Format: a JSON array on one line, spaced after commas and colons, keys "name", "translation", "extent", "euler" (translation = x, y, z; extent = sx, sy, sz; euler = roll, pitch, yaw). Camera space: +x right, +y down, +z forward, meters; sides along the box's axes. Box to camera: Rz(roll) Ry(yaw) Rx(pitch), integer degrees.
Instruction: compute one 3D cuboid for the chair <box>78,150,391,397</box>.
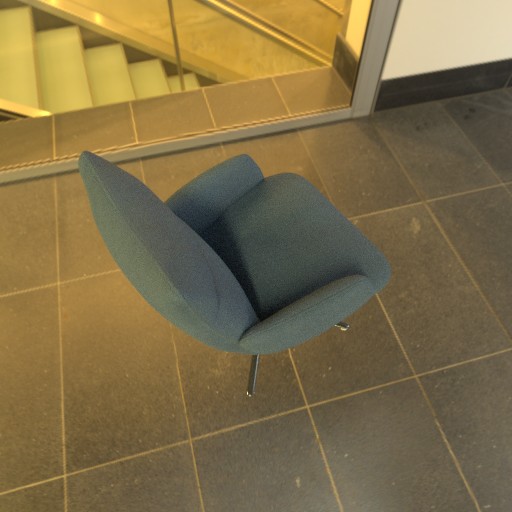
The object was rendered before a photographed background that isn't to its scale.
[{"name": "chair", "translation": [0.000, 0.000, 1.584], "extent": [0.889, 1.016, 0.711], "euler": [-30, 62, -18]}]
